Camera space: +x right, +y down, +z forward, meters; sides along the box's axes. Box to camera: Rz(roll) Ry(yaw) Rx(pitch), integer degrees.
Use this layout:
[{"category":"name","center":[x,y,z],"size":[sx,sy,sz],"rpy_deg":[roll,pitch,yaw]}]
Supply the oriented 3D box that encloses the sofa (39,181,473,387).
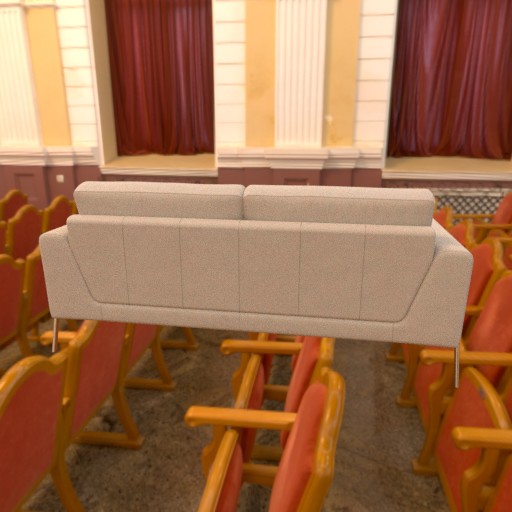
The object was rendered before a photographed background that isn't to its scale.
[{"category":"sofa","center":[0.000,0.000,2.481],"size":[2.017,0.875,0.953],"rpy_deg":[3,17,9]}]
